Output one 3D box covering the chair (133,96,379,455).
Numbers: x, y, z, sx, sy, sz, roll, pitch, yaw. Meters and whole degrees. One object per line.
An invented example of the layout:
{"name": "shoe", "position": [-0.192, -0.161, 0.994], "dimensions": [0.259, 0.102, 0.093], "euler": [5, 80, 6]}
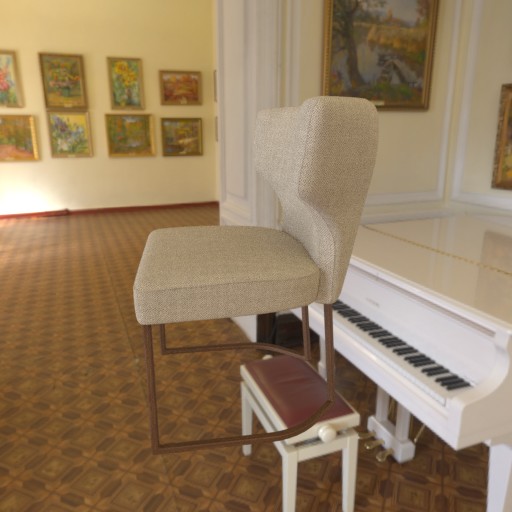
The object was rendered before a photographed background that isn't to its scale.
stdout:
{"name": "chair", "position": [0.000, 0.000, 1.239], "dimensions": [0.617, 0.824, 0.611], "euler": [-3, 16, -9]}
